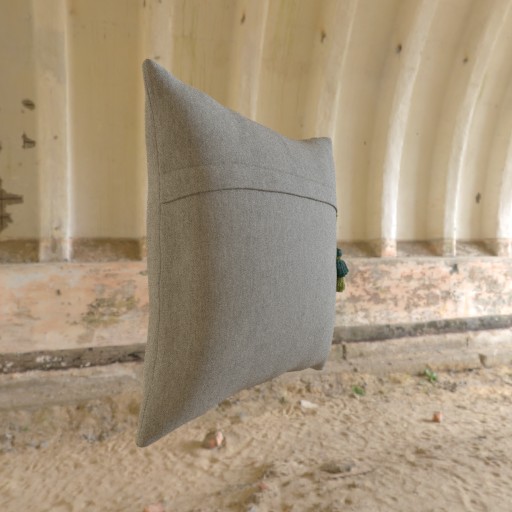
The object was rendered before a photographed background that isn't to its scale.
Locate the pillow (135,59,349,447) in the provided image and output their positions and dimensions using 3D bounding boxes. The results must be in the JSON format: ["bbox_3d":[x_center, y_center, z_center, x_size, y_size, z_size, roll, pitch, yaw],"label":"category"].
[{"bbox_3d":[0.000,0.000,0.664,0.173,0.436,0.433,1,1,37],"label":"pillow"}]
